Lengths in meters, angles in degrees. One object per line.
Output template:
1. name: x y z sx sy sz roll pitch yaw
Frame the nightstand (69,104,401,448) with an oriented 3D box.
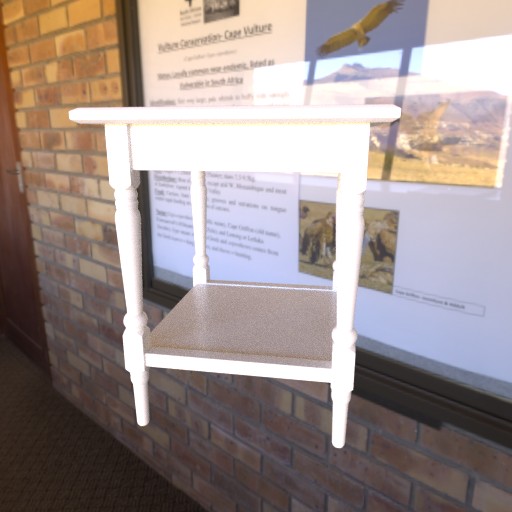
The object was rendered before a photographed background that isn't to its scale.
1. nightstand: 0.000 0.000 0.909 0.459 0.555 0.505 3 15 9
